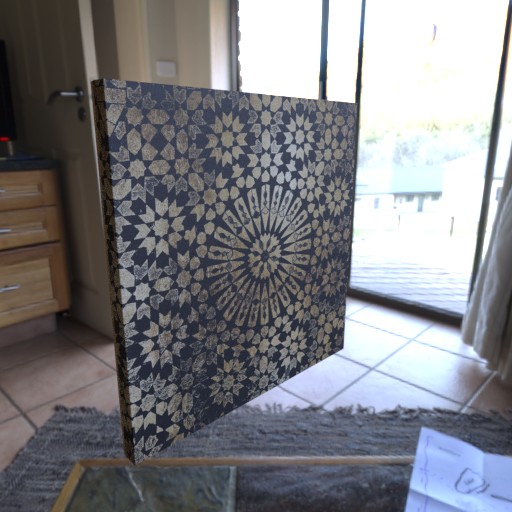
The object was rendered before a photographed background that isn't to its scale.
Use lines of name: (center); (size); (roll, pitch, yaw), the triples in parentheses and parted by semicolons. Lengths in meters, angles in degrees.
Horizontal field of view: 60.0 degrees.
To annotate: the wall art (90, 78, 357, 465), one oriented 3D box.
wall art: (0.000, 0.000, 0.889); (0.612, 0.612, 0.038); (-14, 21, -43)
